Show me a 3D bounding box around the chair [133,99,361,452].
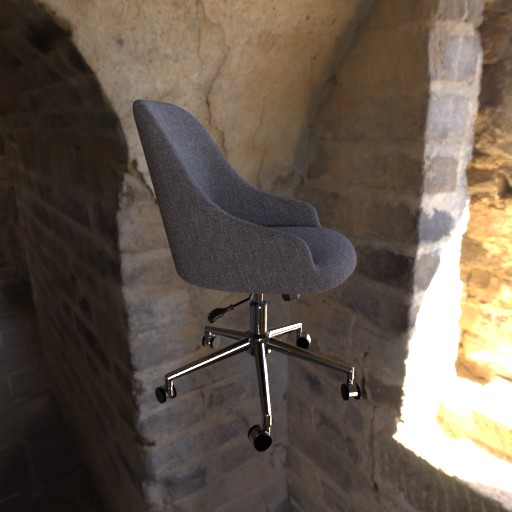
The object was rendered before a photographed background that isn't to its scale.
[{"bbox_3d":[0.000,0.000,1.424,0.712,0.950,0.671,3,17,9],"label":"chair"}]
